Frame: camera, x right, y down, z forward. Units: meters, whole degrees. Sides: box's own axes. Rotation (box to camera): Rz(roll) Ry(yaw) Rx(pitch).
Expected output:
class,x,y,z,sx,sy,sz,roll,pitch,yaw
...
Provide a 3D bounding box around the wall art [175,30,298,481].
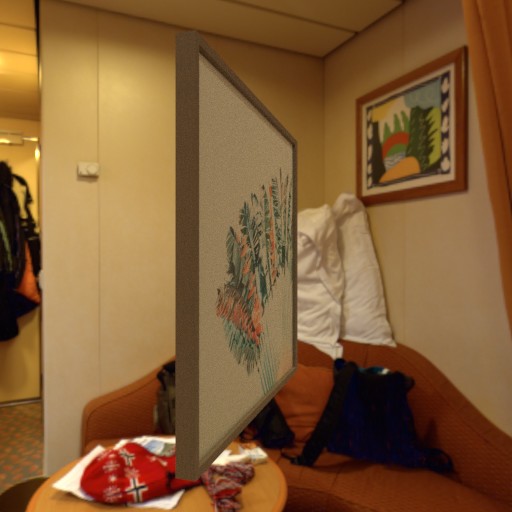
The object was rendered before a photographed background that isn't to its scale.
class,x,y,z,sx,sy,sz,roll,pitch,yaw
wall art,0.000,0.000,1.112,0.038,0.758,0.761,0,0,18
